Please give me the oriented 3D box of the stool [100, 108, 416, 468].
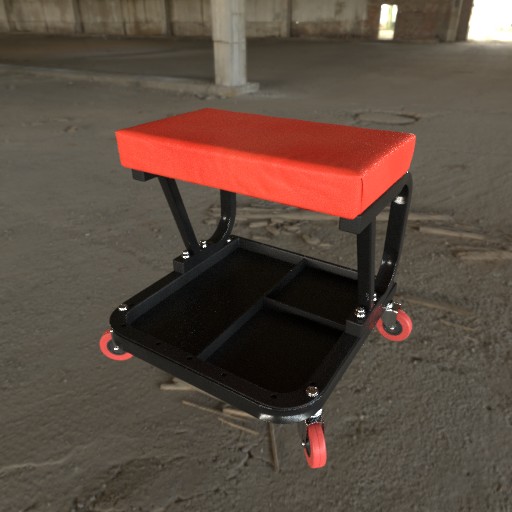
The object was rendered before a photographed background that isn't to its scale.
[{"bbox_3d":[0.000,0.000,0.695,0.446,0.380,0.371,17,33,28],"label":"stool"}]
